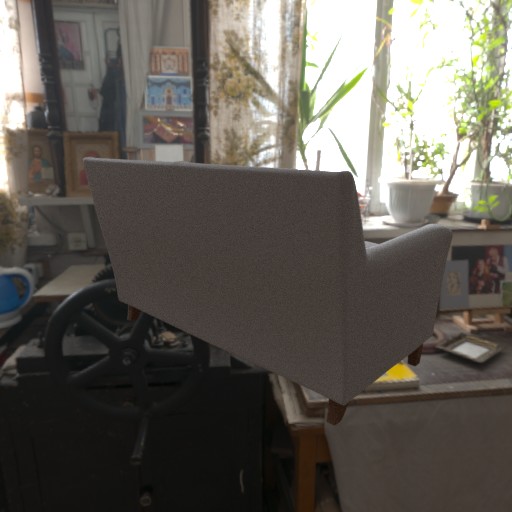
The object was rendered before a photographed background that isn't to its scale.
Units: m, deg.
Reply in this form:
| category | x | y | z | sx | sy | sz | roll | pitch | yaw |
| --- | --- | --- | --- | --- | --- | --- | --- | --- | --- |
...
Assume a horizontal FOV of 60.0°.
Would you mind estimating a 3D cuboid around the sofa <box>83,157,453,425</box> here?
| category | x | y | z | sx | sy | sz | roll | pitch | yaw |
| --- | --- | --- | --- | --- | --- | --- | --- | --- | --- |
| sofa | 0.000 | 0.000 | 2.062 | 1.482 | 0.890 | 0.888 | 14 | 20 | 42 |
